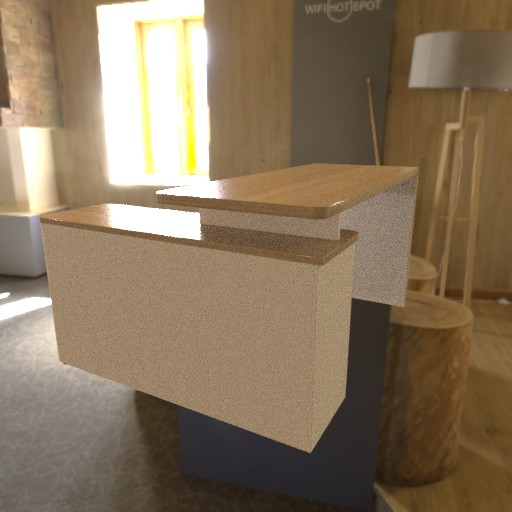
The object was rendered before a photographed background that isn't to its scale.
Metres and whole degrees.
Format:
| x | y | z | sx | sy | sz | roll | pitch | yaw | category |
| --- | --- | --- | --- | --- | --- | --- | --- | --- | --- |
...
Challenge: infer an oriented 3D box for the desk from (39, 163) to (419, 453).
| x | y | z | sx | sy | sz | roll | pitch | yaw | category |
| --- | --- | --- | --- | --- | --- | --- | --- | --- | --- |
| 0.000 | 0.000 | 2.093 | 1.175 | 0.770 | 1.400 | 9 | 18 | 28 | desk |
